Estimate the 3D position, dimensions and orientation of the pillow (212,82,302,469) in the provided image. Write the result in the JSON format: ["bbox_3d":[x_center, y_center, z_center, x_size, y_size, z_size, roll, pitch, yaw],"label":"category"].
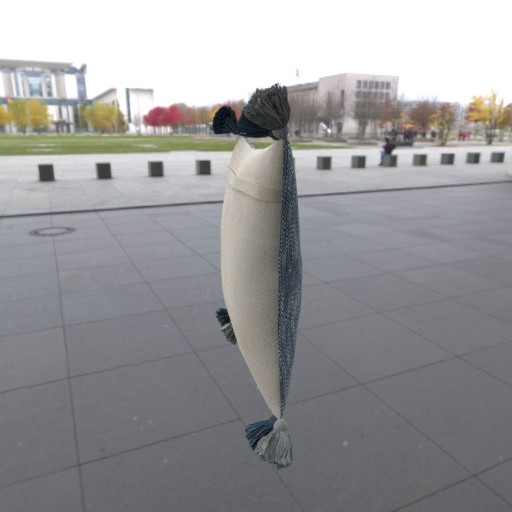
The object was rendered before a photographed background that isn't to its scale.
[{"bbox_3d":[0.000,0.000,0.922,0.138,0.634,0.614,-3,16,-10],"label":"pillow"}]
